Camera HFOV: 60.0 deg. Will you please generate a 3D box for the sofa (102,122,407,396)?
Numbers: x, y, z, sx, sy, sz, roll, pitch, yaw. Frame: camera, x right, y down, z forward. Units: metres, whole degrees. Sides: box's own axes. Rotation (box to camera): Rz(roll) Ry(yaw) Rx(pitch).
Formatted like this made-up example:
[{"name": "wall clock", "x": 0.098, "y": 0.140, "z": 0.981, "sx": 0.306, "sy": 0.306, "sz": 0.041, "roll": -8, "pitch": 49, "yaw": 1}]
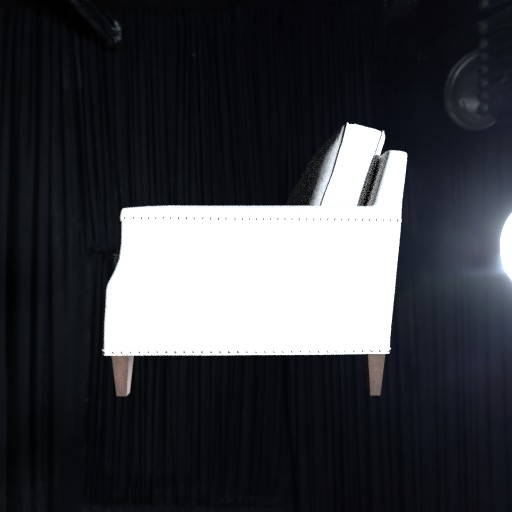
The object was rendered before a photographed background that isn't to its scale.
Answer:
[{"name": "sofa", "x": 0.000, "y": 0.000, "z": 2.298, "sx": 1.084, "sy": 1.003, "sz": 1.597, "roll": 0, "pitch": -1, "yaw": -1}]
